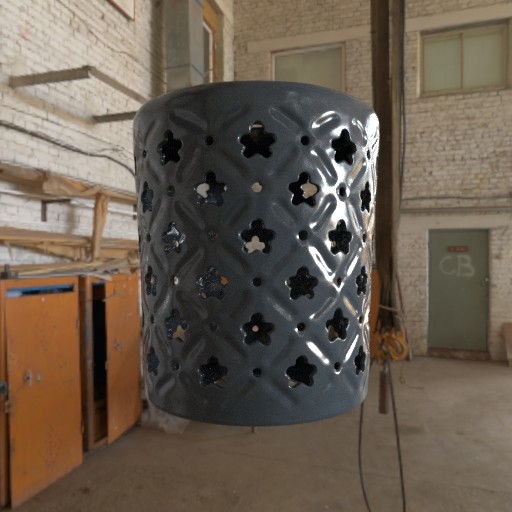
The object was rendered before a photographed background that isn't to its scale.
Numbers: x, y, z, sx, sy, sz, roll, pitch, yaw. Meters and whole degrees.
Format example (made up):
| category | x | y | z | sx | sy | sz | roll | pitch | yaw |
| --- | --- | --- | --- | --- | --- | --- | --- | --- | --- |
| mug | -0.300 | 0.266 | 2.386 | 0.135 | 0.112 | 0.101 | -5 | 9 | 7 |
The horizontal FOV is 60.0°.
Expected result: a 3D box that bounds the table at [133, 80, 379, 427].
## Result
| category | x | y | z | sx | sy | sz | roll | pitch | yaw |
| --- | --- | --- | --- | --- | --- | --- | --- | --- | --- |
| table | 0.000 | 0.000 | 0.649 | 0.352 | 0.387 | 0.352 | 0 | -1 | 0 |
